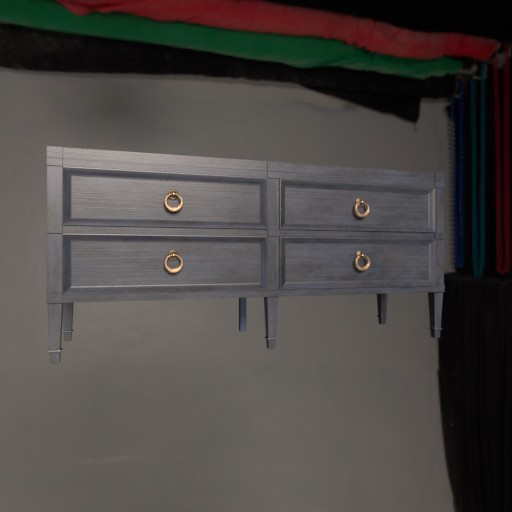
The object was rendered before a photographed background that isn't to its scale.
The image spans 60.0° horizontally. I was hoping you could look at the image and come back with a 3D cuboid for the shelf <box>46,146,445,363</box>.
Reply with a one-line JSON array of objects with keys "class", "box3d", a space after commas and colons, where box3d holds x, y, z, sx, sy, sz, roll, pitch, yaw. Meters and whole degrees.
[{"class": "shelf", "box3d": [0.000, 0.000, 1.896, 1.575, 0.719, 0.479, 0, 0, -18]}]
